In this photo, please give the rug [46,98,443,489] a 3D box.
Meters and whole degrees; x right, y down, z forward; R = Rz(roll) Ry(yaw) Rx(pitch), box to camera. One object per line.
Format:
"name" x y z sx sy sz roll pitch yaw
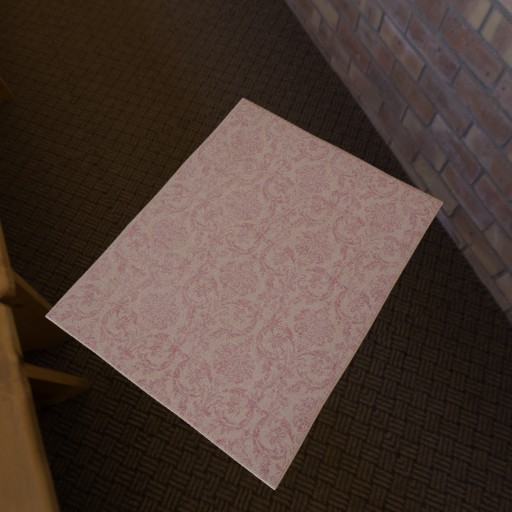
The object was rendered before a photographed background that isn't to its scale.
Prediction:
"rug" 0.000 0.000 4.052 2.363 0.012 2.980 32 69 13
